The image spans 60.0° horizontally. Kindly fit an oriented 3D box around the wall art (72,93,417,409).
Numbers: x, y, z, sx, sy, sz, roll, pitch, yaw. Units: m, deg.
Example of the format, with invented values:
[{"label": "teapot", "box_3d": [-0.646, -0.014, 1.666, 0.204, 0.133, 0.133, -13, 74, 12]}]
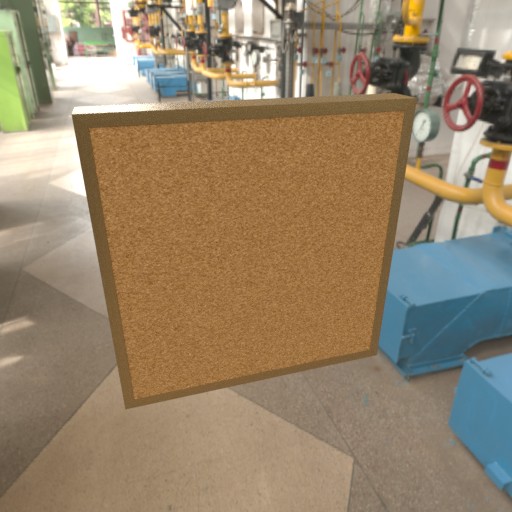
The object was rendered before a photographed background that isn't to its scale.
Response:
[{"label": "wall art", "box_3d": [0.000, 0.000, 0.461, 0.304, 0.305, 0.038, -8, 28, -15]}]
